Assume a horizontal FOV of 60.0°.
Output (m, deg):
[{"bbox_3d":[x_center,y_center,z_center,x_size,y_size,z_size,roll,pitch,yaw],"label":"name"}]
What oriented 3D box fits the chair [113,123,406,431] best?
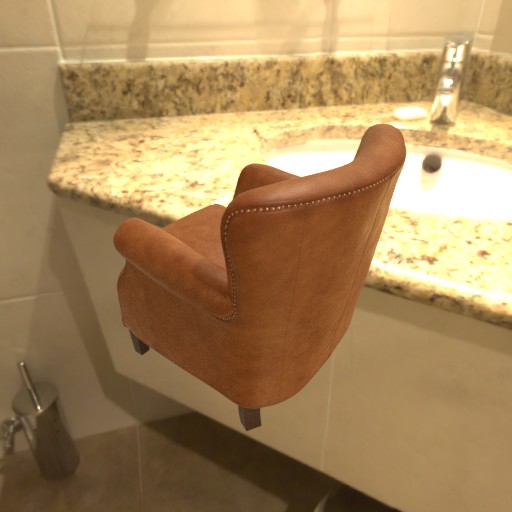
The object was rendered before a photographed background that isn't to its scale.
[{"bbox_3d":[0.000,0.000,1.667,0.921,0.936,0.861,22,38,31],"label":"chair"}]
